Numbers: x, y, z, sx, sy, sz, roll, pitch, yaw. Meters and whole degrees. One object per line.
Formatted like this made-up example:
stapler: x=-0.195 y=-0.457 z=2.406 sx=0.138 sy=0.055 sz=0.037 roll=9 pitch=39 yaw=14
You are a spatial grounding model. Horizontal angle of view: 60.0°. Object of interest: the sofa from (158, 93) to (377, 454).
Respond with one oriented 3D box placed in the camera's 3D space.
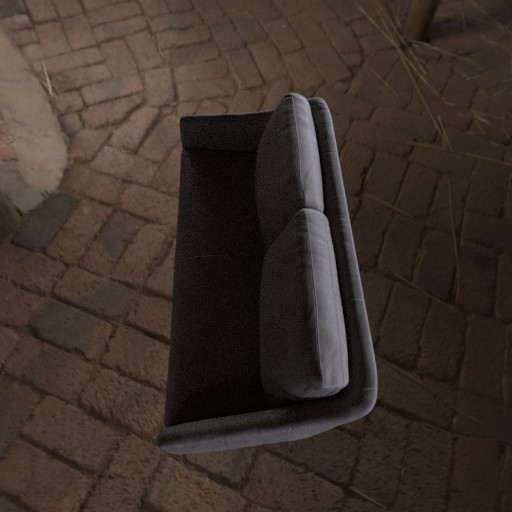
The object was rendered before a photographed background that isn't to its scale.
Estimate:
sofa: x=0.000 y=0.000 z=2.533 sx=0.960 sy=0.902 sz=2.036 roll=-2 pitch=59 yaw=-1
